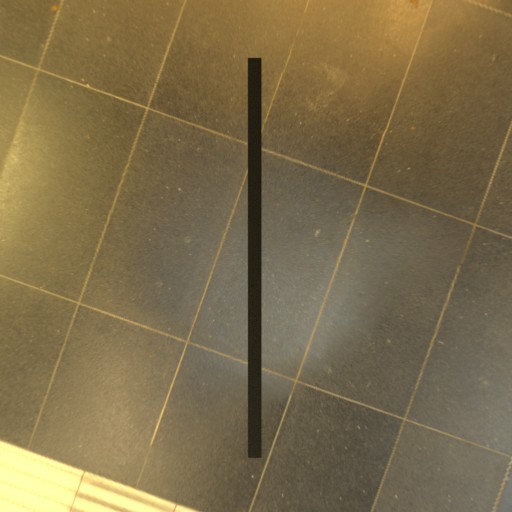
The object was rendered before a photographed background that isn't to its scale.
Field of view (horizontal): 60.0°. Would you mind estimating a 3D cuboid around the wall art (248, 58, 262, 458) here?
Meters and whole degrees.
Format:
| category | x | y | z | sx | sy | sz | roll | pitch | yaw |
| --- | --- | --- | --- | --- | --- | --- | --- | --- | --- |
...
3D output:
| category | x | y | z | sx | sy | sz | roll | pitch | yaw |
| --- | --- | --- | --- | --- | --- | --- | --- | --- | --- |
| wall art | 0.000 | 0.000 | 0.590 | 0.011 | 0.459 | 0.326 | 0 | 91 | 0 |
